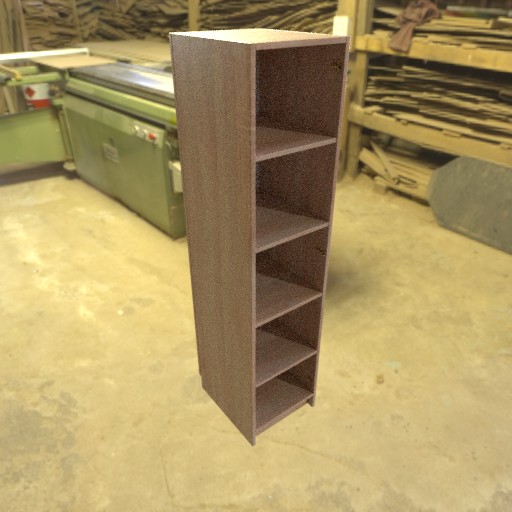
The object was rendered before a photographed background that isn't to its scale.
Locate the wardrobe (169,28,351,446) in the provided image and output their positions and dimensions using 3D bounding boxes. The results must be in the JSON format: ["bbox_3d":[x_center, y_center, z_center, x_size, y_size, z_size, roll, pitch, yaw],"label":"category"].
[{"bbox_3d":[0.000,0.000,2.363,0.496,2.117,0.588,-21,36,-31],"label":"wardrobe"}]
